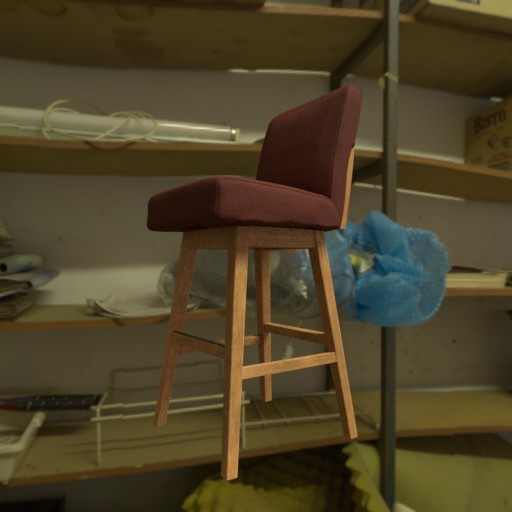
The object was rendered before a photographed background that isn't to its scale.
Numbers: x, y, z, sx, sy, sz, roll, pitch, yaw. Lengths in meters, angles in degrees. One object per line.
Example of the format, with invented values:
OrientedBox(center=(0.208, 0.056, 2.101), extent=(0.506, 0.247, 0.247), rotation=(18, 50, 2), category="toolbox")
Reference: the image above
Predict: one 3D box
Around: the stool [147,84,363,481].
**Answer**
OrientedBox(center=(0.000, 0.000, 1.401), extent=(0.562, 1.093, 0.468), rotation=(0, -1, -35), category="stool")
